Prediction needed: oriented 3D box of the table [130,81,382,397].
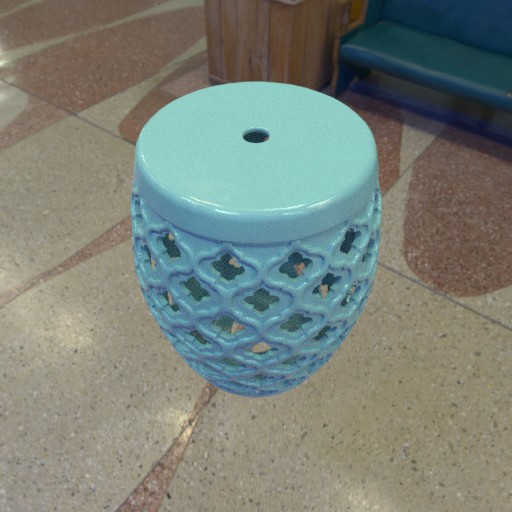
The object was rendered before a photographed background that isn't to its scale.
[{"bbox_3d":[0.000,0.000,0.623,0.325,0.388,0.325,0,47,0],"label":"table"}]
